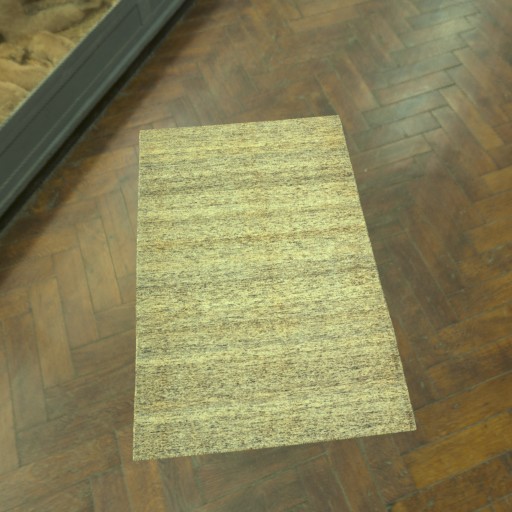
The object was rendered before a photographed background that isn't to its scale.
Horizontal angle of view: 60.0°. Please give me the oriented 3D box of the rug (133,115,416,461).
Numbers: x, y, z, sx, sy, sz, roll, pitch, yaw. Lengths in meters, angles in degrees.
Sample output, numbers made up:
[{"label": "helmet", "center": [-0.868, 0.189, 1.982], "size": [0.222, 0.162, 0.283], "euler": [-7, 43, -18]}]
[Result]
[{"label": "rug", "center": [0.000, 0.000, 2.322], "size": [1.243, 0.014, 1.846], "euler": [-5, 63, -3]}]
